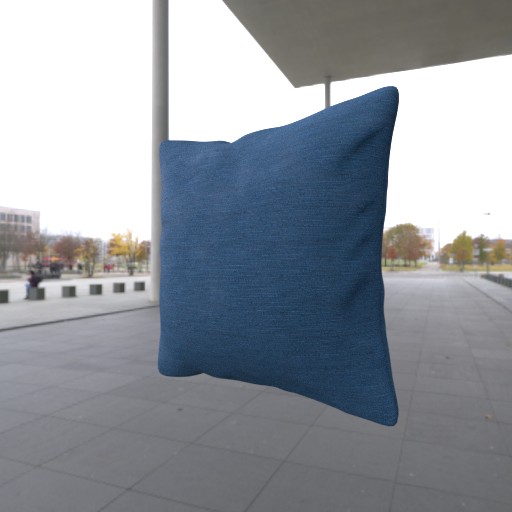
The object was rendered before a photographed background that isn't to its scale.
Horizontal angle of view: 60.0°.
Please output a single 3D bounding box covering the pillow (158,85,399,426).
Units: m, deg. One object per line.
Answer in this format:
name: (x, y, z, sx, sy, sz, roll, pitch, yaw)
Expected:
pillow: (0.000, 0.000, 0.670, 0.437, 0.420, 0.177, -1, -1, 37)
